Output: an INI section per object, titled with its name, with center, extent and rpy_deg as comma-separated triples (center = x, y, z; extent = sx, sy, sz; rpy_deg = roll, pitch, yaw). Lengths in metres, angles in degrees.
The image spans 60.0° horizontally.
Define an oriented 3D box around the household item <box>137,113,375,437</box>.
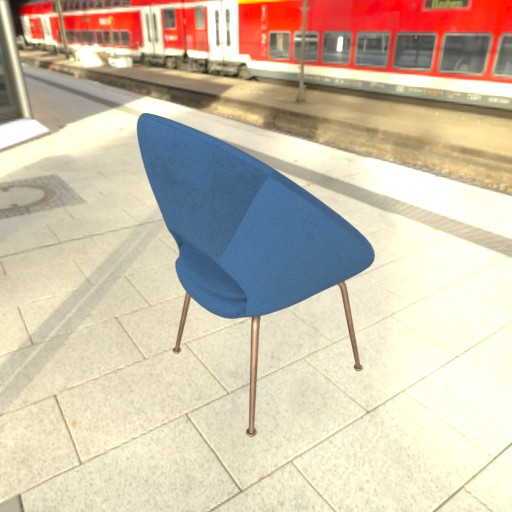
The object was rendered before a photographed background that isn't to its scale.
[household item]
center = 0.000, 0.000, 1.310
extent = 0.573, 0.852, 0.623
rpy_deg = -19, 33, -32
